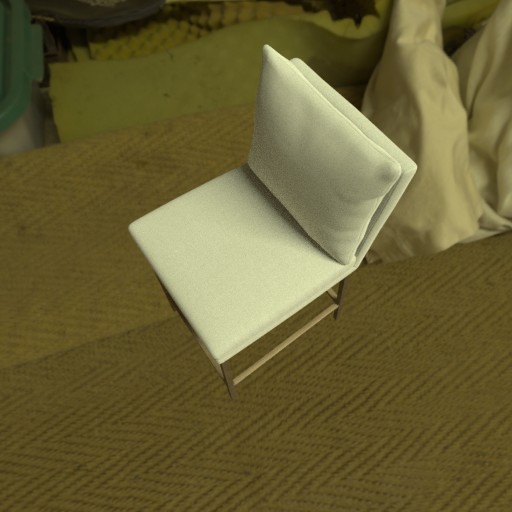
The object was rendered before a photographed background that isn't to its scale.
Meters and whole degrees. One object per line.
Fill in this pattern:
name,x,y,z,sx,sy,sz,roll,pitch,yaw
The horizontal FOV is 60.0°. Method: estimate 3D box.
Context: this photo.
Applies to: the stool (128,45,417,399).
stool,0.000,0.000,1.349,0.572,1.032,0.463,-33,68,-15
